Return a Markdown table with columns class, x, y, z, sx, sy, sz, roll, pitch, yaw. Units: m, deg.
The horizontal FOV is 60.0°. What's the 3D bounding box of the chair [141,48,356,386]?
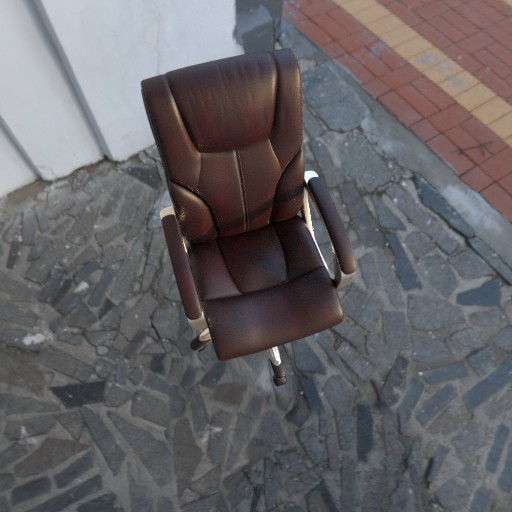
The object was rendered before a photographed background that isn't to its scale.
| class | x | y | z | sx | sy | sz | roll | pitch | yaw |
| --- | --- | --- | --- | --- | --- | --- | --- | --- | --- |
| chair | 0.000 | 0.000 | 1.579 | 0.662 | 1.107 | 0.739 | -16 | 64 | -8 |
